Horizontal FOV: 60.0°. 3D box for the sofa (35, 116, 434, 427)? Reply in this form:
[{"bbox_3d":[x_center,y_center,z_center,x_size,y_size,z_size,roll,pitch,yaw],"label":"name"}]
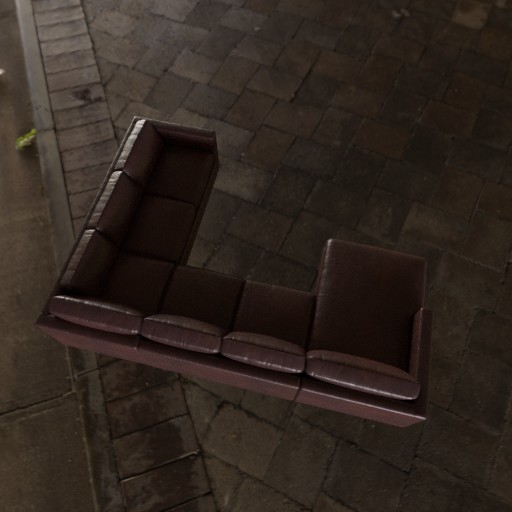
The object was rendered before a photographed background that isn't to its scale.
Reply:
[{"bbox_3d":[0.000,0.000,4.410,3.324,0.891,2.452,12,64,6],"label":"sofa"}]
